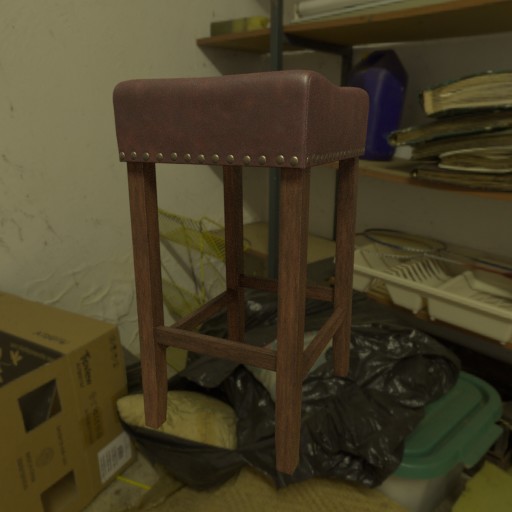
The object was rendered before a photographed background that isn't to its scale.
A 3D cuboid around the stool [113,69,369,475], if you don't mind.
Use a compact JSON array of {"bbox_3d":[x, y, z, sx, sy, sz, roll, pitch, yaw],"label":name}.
[{"bbox_3d":[0.000,0.000,1.059,0.401,0.769,0.465,7,17,24],"label":"stool"}]
